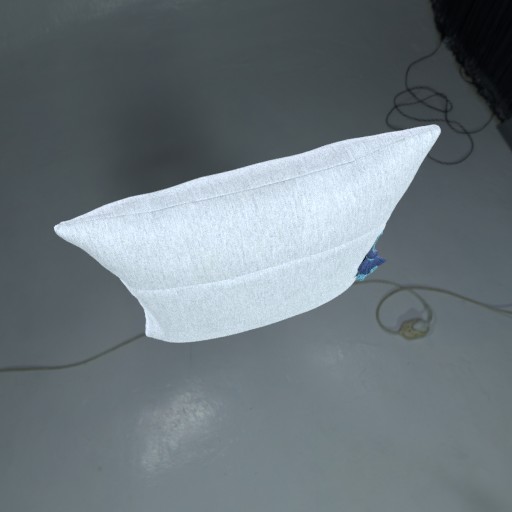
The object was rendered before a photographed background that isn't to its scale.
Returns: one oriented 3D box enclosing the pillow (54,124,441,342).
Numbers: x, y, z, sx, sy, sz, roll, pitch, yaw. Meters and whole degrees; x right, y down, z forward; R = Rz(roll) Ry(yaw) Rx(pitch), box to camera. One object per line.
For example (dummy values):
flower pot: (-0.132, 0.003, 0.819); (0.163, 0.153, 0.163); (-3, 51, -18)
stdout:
pillow: (0.000, 0.000, 0.671); (0.433, 0.436, 0.173); (-16, 65, -8)
